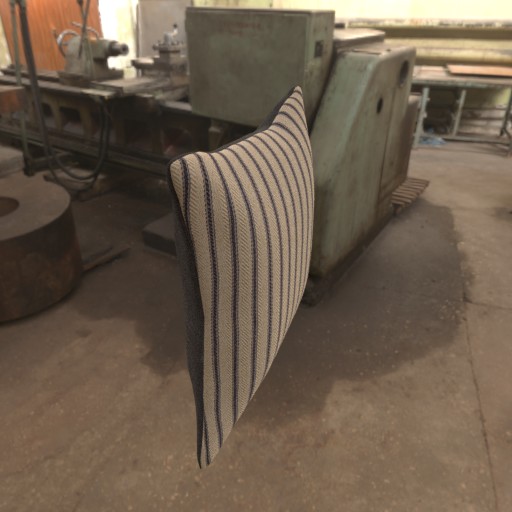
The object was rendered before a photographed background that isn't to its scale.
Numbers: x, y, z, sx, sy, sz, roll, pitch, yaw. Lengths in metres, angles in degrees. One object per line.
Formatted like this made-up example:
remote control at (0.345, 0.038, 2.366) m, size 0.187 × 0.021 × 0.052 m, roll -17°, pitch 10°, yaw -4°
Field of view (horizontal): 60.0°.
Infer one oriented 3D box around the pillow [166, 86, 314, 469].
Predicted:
pillow at (0.000, 0.000, 0.700) m, size 0.138 × 0.444 × 0.468 m, roll 10°, pitch 31°, yaw 17°
